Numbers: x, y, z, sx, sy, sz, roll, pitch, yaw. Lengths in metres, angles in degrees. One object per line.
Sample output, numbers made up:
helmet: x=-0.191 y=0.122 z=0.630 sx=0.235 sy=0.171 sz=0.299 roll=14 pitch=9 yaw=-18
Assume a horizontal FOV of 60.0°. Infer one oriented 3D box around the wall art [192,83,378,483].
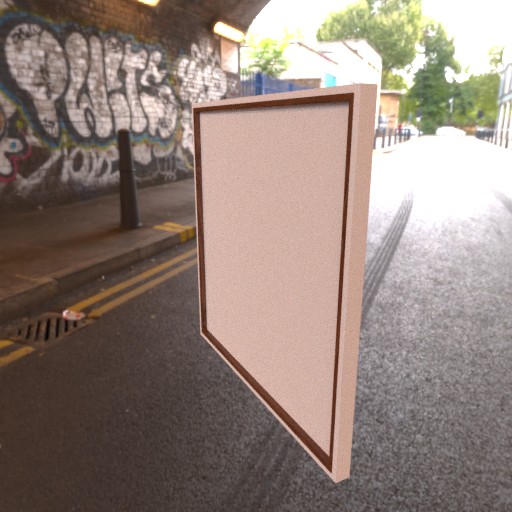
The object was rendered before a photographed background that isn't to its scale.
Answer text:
wall art: x=0.000 y=0.000 z=1.489 sx=0.049 sy=1.009 sz=1.009 roll=-8 pitch=18 yaw=-27
